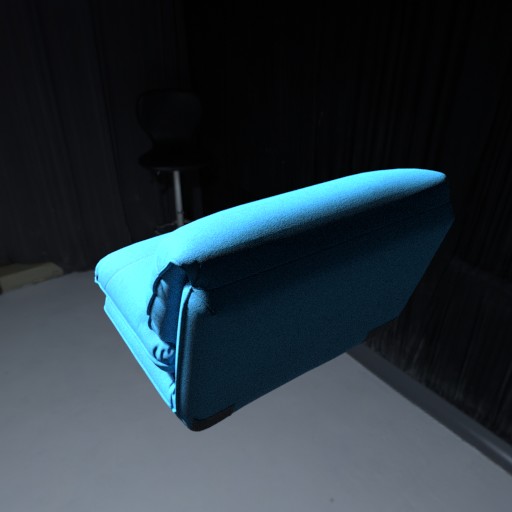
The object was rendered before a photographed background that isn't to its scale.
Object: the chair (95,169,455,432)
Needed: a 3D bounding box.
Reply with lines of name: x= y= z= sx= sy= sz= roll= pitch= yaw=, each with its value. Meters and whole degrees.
chair: x=0.000 y=0.000 z=1.346 sx=0.820 sy=0.580 sz=0.780 roll=-19 pitch=35 yaw=-30
